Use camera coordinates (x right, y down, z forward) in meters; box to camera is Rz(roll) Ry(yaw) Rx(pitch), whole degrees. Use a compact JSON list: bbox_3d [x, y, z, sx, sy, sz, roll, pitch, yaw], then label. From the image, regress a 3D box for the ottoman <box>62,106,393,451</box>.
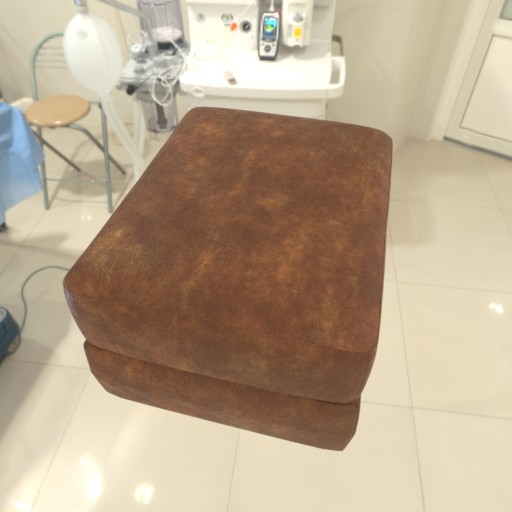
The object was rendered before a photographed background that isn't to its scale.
[{"bbox_3d":[0.000,0.000,1.133,0.603,0.476,0.751,10,47,10],"label":"ottoman"}]
